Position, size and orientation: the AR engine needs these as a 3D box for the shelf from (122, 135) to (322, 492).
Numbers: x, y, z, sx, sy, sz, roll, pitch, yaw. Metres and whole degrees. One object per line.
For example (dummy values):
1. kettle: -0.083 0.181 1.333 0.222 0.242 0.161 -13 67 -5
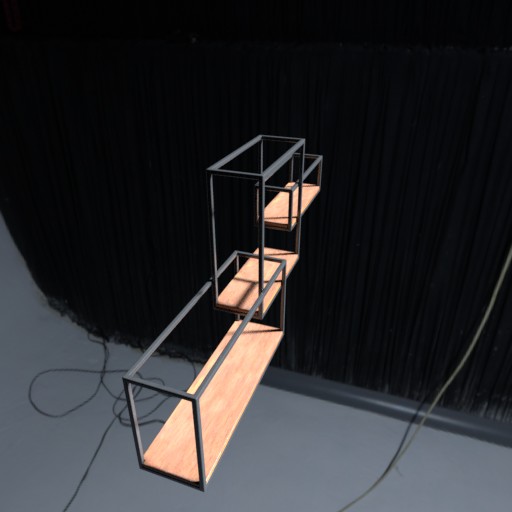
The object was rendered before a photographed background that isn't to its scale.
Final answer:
1. shelf: 0.000 0.000 2.130 0.275 0.972 1.781 10 30 18
